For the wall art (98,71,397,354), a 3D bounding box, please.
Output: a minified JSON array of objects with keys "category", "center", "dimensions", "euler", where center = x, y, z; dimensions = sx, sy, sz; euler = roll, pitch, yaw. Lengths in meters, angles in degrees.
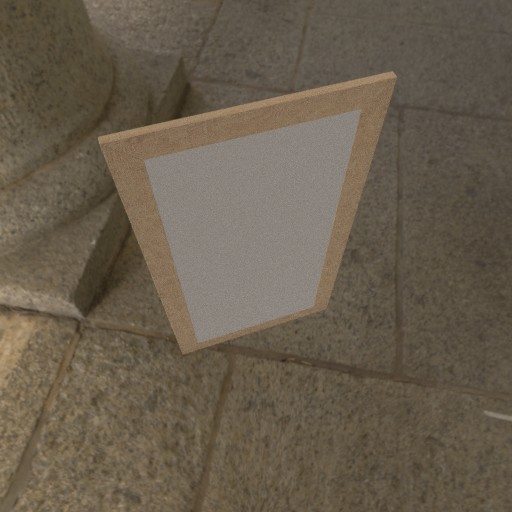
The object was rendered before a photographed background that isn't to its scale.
[{"category":"wall art","center":[0.000,0.000,0.829],"dimensions":[0.381,0.683,0.013],"euler":[-16,59,-10]}]
